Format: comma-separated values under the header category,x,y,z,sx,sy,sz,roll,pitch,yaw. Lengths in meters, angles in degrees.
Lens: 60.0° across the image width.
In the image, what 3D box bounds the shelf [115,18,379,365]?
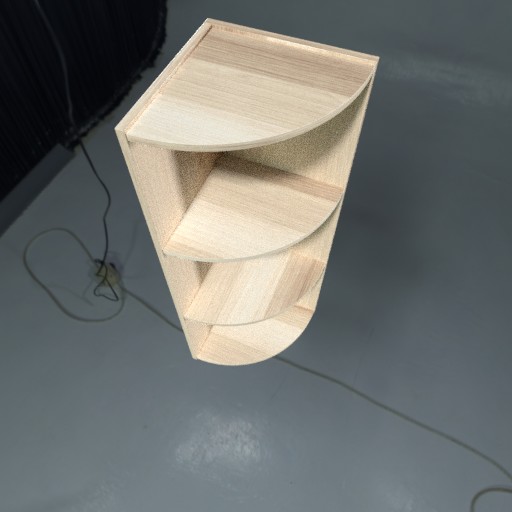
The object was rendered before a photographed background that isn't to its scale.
category,x,y,z,sx,sy,sz,roll,pitch,yaw
shelf,0.000,0.000,1.000,0.290,0.872,0.290,19,59,12
